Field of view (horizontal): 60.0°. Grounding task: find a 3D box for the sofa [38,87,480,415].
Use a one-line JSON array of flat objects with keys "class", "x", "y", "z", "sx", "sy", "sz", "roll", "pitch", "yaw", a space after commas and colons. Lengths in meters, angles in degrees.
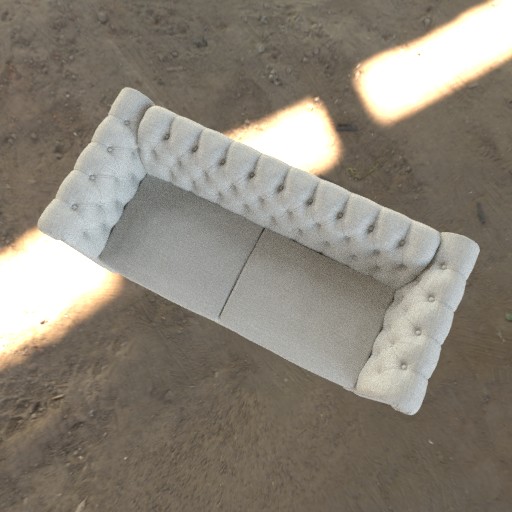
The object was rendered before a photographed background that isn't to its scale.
[{"class": "sofa", "x": 0.000, "y": 0.000, "z": 2.242, "sx": 1.798, "sy": 0.797, "sz": 0.783, "roll": 25, "pitch": 77, "yaw": 6}]
